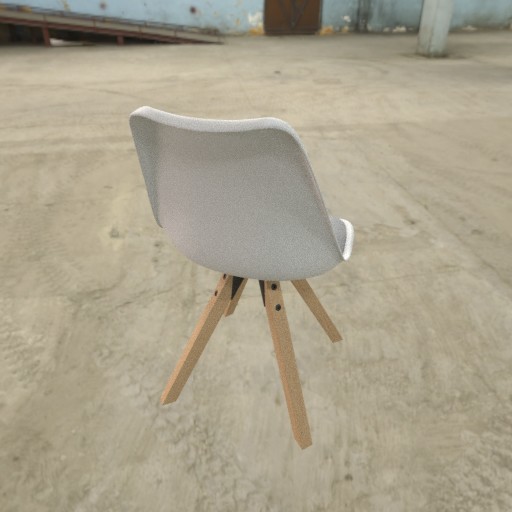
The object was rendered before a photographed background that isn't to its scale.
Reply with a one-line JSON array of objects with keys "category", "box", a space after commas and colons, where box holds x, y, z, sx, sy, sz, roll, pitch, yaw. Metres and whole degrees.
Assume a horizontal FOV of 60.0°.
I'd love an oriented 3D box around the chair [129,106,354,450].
[{"category": "chair", "box": [0.000, 0.000, 1.166, 0.485, 0.850, 0.550, 11, 33, 17]}]
